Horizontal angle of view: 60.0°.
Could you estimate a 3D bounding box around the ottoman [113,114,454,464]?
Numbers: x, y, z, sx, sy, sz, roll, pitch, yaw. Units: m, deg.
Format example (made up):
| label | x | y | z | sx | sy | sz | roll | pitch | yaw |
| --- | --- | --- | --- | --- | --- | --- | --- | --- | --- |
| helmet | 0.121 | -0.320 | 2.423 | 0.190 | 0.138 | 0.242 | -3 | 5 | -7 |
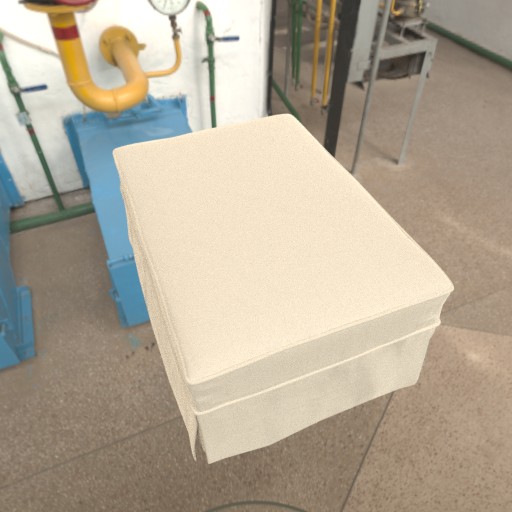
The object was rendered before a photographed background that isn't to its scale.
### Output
| label | x | y | z | sx | sy | sz | roll | pitch | yaw |
| --- | --- | --- | --- | --- | --- | --- | --- | --- | --- |
| ottoman | 0.000 | 0.000 | 1.354 | 0.703 | 0.479 | 0.944 | -16 | 48 | -15 |
